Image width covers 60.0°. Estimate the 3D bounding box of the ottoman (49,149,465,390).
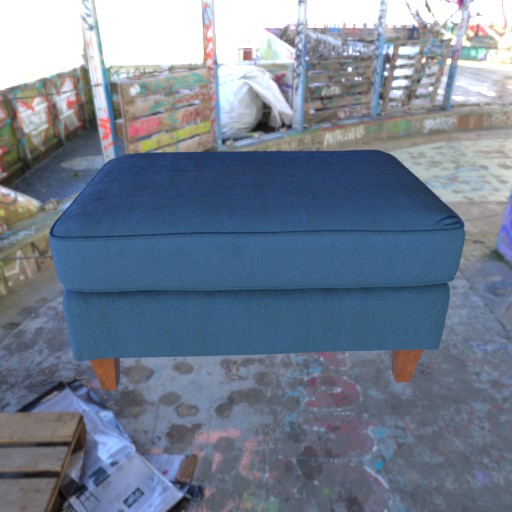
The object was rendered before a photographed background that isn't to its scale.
[{"bbox_3d":[0.000,0.000,1.211,0.862,0.484,0.583,-1,28,-2],"label":"ottoman"}]
